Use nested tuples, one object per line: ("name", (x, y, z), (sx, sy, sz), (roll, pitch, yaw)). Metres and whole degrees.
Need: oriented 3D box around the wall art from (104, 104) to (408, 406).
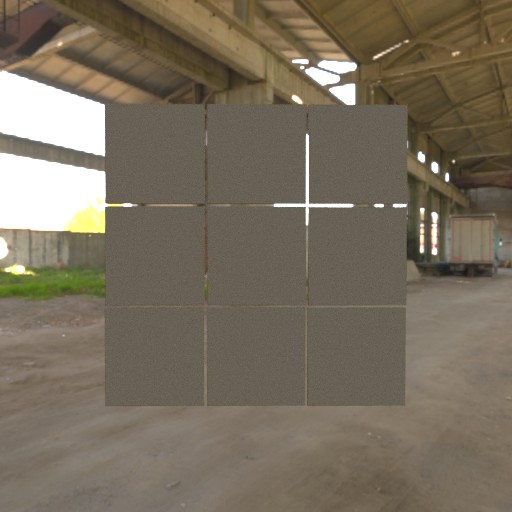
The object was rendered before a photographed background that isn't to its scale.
("wall art", (0.000, 0.000, 1.352), (0.919, 0.917, 0.010), (0, 1, -1))
